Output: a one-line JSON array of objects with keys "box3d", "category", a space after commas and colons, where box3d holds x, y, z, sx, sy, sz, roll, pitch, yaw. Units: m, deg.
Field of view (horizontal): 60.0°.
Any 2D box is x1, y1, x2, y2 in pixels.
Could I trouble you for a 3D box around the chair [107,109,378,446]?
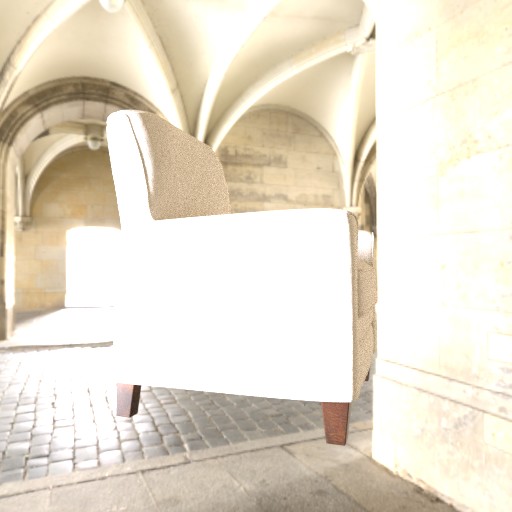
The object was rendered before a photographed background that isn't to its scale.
[{"box3d": [0.000, 0.000, 1.657, 0.858, 1.028, 0.841, 0, -1, 19], "category": "chair"}]
